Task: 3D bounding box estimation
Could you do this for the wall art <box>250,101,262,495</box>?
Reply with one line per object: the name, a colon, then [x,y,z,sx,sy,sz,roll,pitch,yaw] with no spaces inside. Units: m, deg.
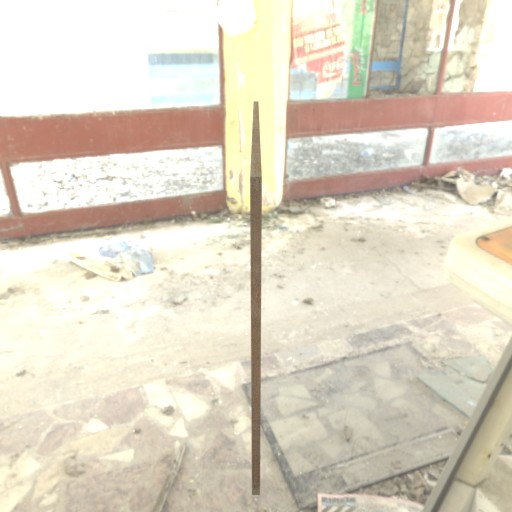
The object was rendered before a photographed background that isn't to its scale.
wall art: [0.000,0.000,1.342,0.019,0.774,1.012,0,26,0]
